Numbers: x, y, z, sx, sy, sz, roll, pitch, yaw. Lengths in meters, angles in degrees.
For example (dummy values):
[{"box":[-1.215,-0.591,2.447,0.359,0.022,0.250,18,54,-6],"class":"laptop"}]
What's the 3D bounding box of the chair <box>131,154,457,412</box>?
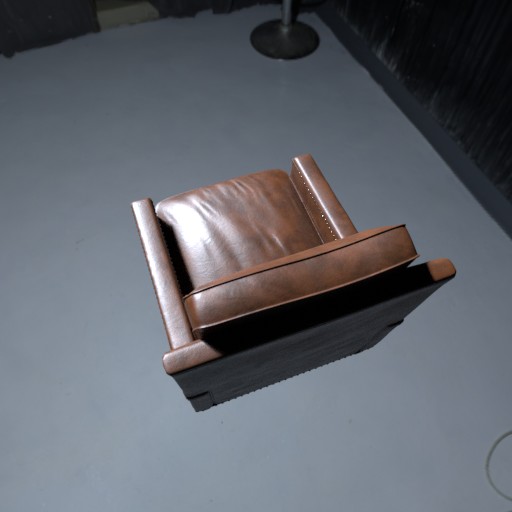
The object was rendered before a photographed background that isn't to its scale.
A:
[{"box":[0.000,0.000,1.808,0.854,1.054,1.035,-17,60,-11],"class":"chair"}]
